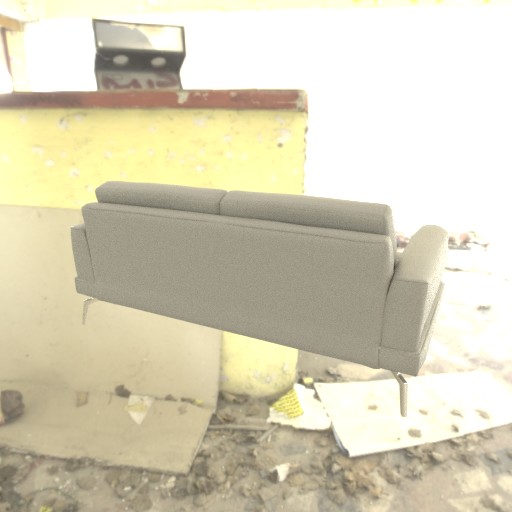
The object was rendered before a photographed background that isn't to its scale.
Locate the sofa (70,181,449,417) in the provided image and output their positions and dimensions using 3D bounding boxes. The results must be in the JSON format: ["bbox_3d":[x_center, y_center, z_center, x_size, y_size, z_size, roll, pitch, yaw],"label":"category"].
[{"bbox_3d":[0.000,0.000,2.781,2.177,0.930,1.121,9,19,26],"label":"sofa"}]
